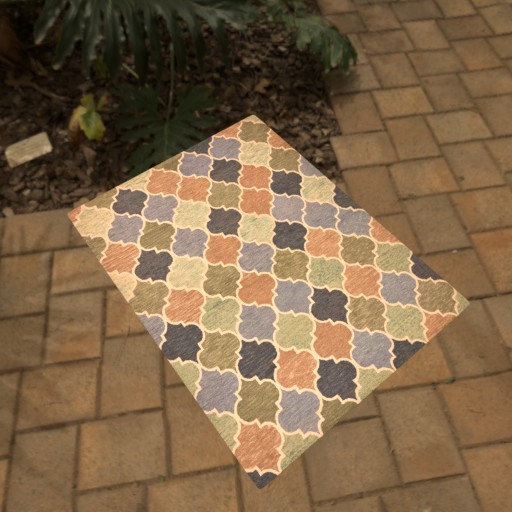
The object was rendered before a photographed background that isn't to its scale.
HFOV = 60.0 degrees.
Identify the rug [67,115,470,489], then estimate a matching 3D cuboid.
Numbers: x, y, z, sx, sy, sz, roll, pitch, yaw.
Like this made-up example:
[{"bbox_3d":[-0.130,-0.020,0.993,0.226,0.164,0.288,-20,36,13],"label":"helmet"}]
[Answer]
[{"bbox_3d":[0.000,0.000,4.279,2.439,0.013,3.200,-34,64,-19],"label":"rug"}]
